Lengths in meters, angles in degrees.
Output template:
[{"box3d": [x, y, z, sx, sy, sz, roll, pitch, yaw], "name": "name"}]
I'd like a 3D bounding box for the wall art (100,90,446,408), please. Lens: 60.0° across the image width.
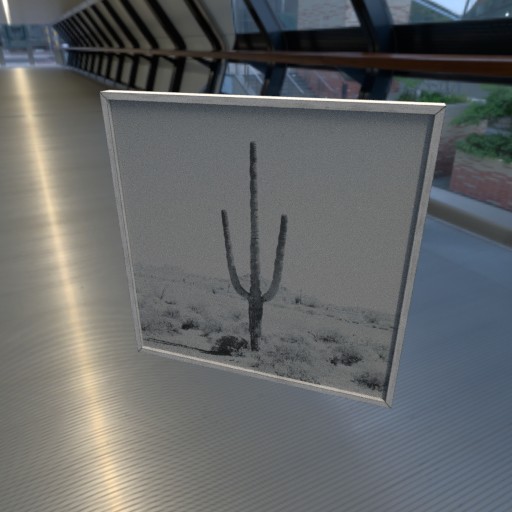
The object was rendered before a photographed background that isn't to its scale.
[{"box3d": [0.000, 0.000, 1.121, 0.762, 0.762, 0.038, 8, 27, 16], "name": "wall art"}]
